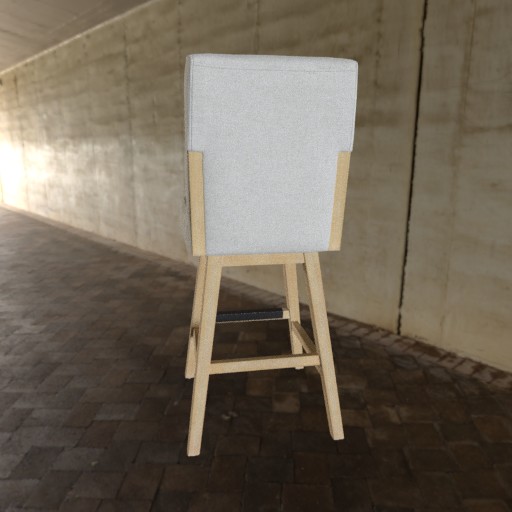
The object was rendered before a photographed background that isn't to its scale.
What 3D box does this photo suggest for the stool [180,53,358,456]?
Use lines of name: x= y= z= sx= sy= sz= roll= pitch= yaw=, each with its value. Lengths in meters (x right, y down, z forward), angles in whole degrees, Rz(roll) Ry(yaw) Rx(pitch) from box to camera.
stool: x=0.000 y=0.000 z=1.317 sx=0.446 sy=1.015 sz=0.543 roll=-2 pitch=14 yaw=-9
